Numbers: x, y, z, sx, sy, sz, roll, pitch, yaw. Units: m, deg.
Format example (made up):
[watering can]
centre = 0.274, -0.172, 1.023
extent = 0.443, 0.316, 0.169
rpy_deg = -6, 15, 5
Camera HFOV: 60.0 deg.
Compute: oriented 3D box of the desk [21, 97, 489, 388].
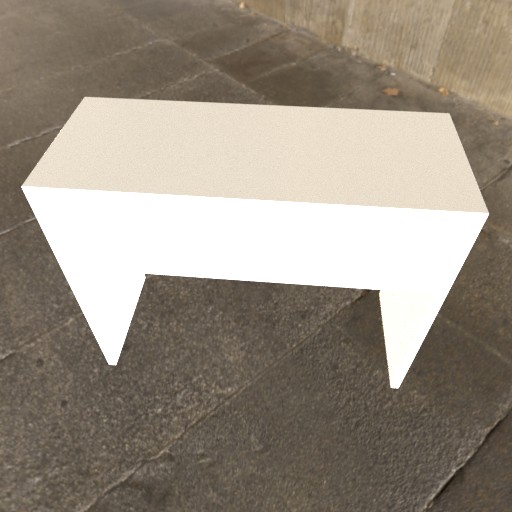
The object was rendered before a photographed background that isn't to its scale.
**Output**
[desk]
centre = 0.000, 0.000, 1.370
extent = 1.000, 0.790, 0.400
rpy_deg = 4, 48, 3
